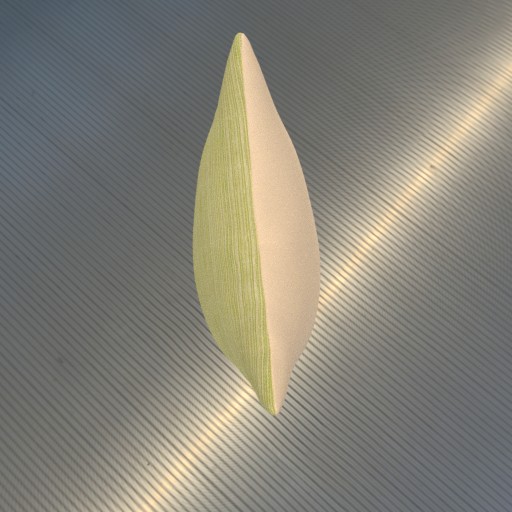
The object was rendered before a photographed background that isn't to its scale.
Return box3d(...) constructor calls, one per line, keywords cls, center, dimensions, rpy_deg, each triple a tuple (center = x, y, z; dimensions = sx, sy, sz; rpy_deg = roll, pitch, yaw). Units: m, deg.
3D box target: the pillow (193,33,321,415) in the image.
box3d(cls="pillow", center=(0.000, 0.000, 0.808), dimensions=(0.229, 0.487, 0.560), rpy_deg=(-5, 75, -1))
